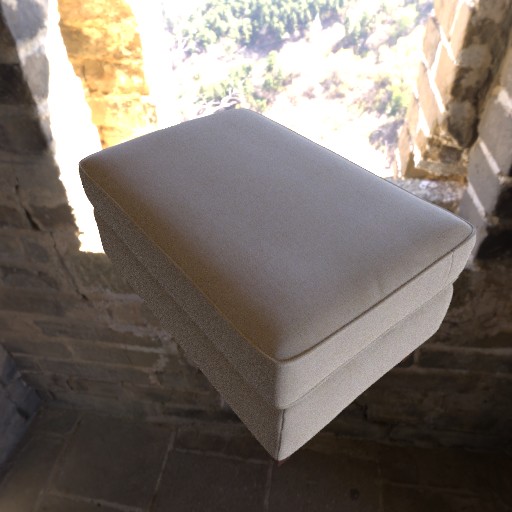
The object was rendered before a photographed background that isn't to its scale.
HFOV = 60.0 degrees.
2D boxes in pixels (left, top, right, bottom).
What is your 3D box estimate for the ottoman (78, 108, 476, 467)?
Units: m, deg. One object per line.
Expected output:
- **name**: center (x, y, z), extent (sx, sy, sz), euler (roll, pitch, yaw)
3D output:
- **ottoman**: center (0.000, 0.000, 1.185), extent (0.583, 0.484, 0.862), euler (-27, 48, -28)
